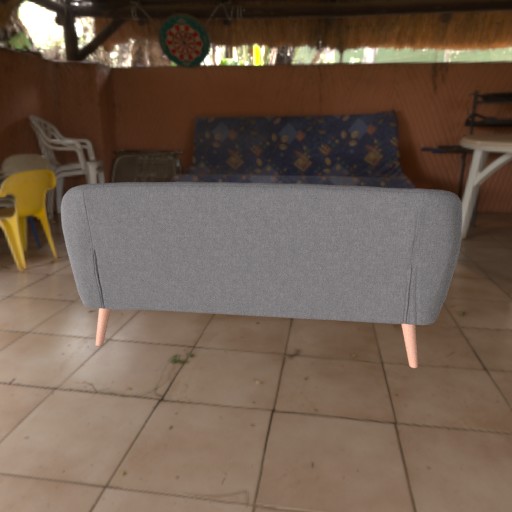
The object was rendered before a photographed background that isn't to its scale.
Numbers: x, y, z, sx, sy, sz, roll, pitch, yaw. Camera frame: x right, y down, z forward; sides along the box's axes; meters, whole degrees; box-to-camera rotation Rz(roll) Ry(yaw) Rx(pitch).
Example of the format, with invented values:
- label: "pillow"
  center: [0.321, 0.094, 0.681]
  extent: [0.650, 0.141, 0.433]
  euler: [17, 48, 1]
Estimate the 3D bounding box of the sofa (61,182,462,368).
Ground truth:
- label: "sofa"
  center: [0.000, 0.000, 2.233]
  extent: [1.840, 0.820, 0.820]
  euler: [2, 16, 8]
